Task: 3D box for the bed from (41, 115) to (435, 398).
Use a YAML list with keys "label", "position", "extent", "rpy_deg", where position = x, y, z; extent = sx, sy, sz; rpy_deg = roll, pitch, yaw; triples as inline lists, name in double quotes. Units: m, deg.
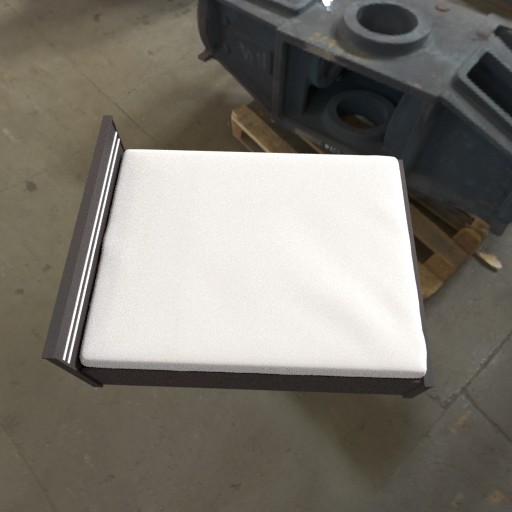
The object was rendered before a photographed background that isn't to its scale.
- label: "bed"
  position: [0.000, 0.000, 2.940]
  extent: [2.103, 0.808, 1.634]
  rpy_deg: [2, 63, 1]
